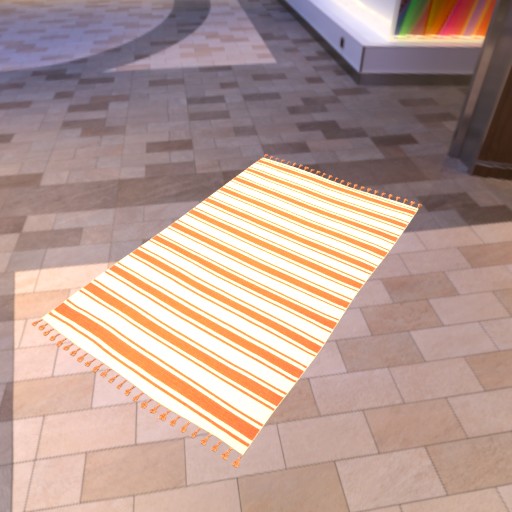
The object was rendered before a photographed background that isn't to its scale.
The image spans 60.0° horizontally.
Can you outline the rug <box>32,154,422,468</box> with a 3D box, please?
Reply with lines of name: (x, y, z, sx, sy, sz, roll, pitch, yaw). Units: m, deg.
rug: (0.000, 0.000, 2.531, 1.232, 0.017, 2.092, 24, 46, 25)
